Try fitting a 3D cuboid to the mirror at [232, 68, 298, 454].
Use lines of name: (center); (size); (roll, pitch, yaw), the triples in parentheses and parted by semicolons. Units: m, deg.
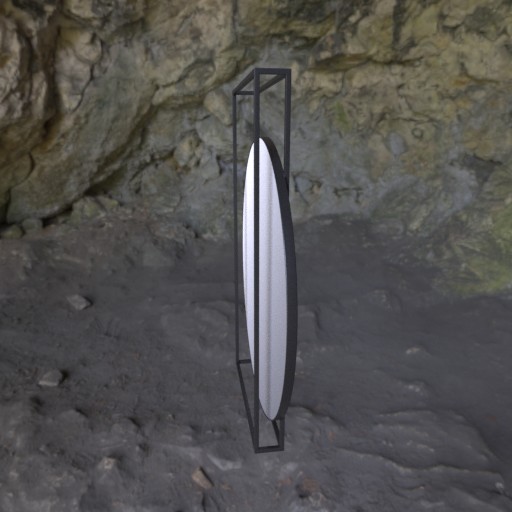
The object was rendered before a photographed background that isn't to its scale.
mirror: (0.000, 0.000, 0.820); (0.051, 0.603, 0.508); (-2, 15, -8)
